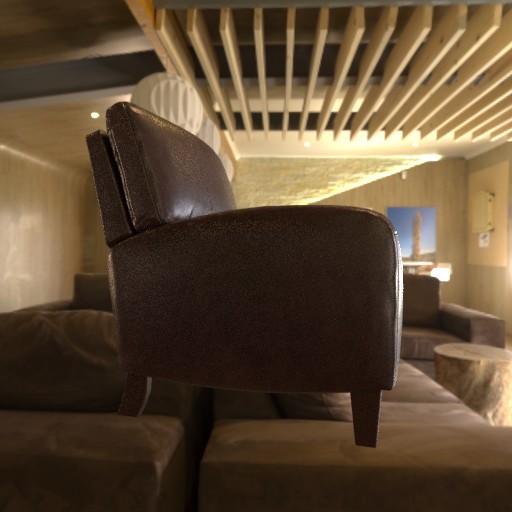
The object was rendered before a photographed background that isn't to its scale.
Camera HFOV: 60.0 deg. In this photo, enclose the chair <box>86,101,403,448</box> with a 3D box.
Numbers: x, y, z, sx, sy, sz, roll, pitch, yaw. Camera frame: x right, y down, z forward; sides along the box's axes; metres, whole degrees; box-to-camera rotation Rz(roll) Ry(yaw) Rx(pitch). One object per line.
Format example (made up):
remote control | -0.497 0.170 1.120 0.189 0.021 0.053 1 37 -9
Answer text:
chair | 0.000 0.000 1.580 0.990 0.990 0.762 0 0 18
